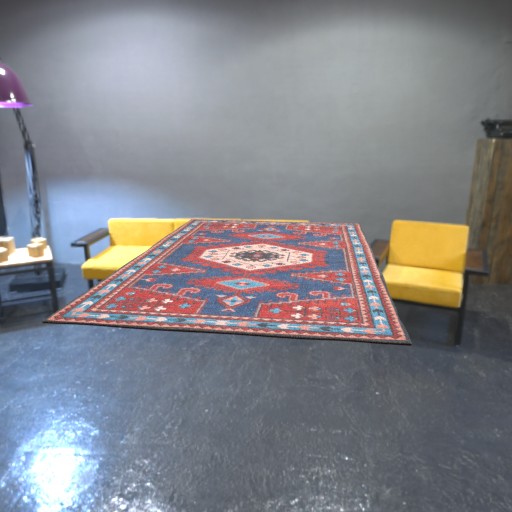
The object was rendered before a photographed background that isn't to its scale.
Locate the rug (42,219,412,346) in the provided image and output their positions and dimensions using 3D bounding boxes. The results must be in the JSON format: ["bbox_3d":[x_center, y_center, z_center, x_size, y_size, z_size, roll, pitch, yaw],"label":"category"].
[{"bbox_3d":[0.000,0.000,2.275,1.207,0.012,1.820,2,16,8],"label":"rug"}]
